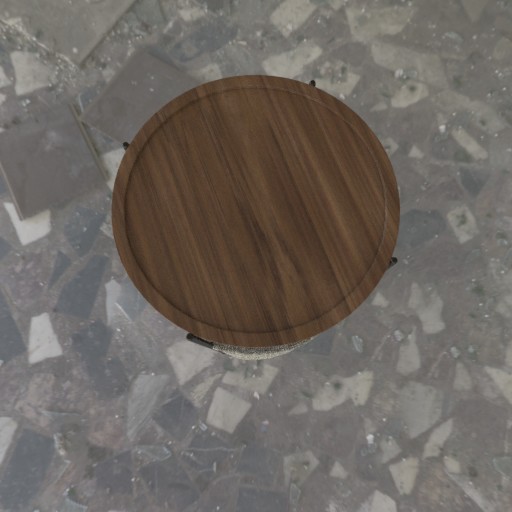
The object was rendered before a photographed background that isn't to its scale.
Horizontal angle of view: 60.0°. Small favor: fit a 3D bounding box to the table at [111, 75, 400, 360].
[{"bbox_3d":[0.000,0.000,0.894,0.400,0.623,0.400,-20,77,-5],"label":"table"}]
